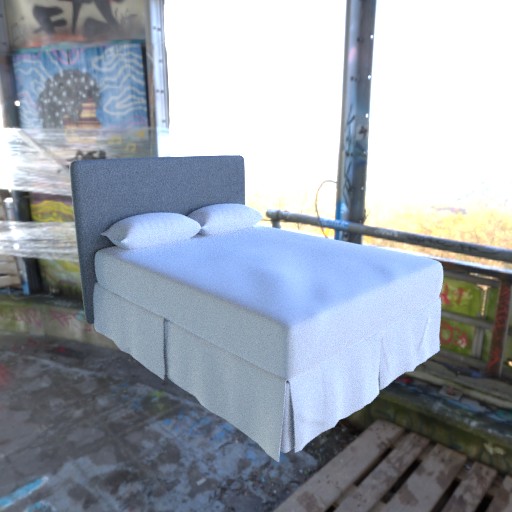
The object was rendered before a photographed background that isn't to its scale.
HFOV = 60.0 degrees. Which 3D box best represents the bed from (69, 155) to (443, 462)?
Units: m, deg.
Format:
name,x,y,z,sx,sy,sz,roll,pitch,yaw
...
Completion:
name,x,y,z,sx,sy,sz,roll,pitch,yaw
bed,0.000,0.000,3.172,1.723,1.330,2.142,-14,21,-42
